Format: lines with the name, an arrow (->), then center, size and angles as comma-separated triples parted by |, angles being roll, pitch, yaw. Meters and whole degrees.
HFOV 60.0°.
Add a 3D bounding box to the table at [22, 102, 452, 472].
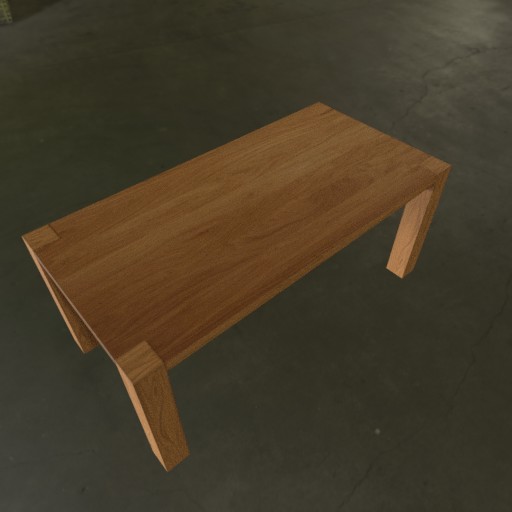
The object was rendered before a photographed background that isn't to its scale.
table -> 0.000, 0.000, 2.288 | 1.800, 0.760, 0.900 | -32, 54, -28
